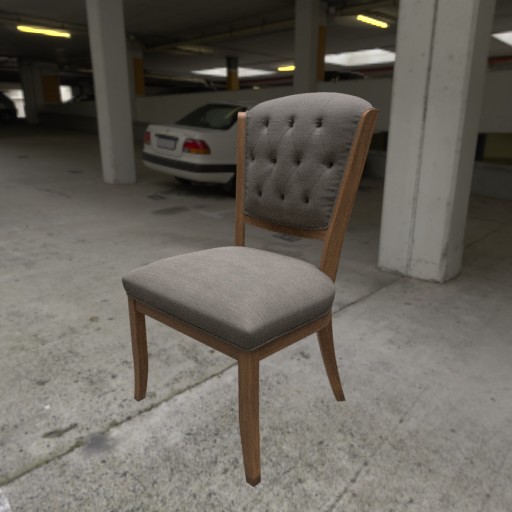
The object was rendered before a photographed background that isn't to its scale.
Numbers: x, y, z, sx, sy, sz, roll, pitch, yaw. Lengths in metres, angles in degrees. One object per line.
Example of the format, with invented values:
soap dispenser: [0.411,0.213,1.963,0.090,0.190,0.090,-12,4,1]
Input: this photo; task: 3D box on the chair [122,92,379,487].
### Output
chair: [0.000,0.000,1.273,0.513,0.905,0.584,15,22,41]
